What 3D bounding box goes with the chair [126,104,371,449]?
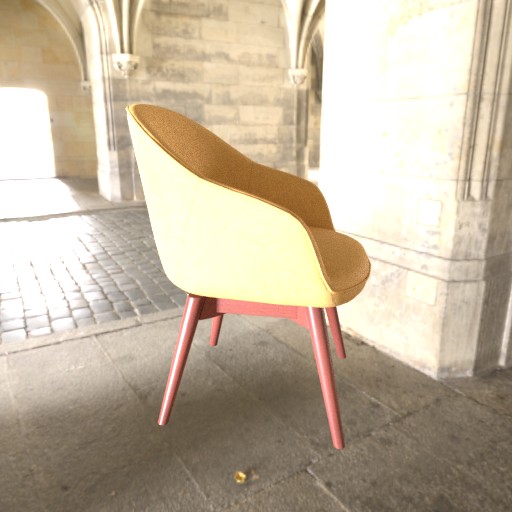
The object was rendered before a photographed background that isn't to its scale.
[{"bbox_3d":[0.000,0.000,1.257,0.635,0.823,0.596,3,16,11],"label":"chair"}]
